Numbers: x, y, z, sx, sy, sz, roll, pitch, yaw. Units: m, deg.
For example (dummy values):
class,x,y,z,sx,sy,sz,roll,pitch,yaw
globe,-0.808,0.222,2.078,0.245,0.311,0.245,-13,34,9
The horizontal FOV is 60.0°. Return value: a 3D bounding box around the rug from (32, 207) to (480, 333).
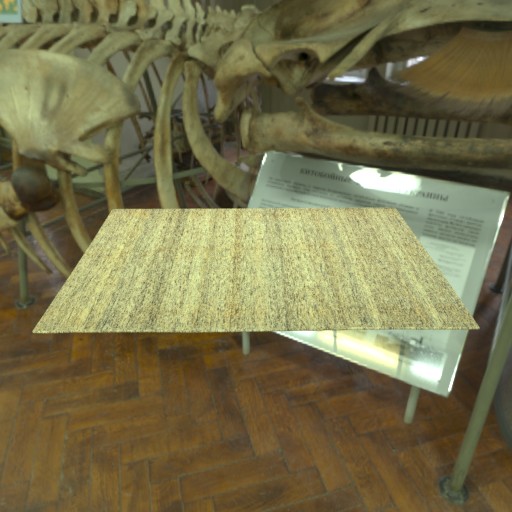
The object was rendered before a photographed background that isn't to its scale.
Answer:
class,x,y,z,sx,sy,sz,roll,pitch,yaw
rug,0.000,0.000,2.357,1.846,0.014,1.243,0,30,-1
